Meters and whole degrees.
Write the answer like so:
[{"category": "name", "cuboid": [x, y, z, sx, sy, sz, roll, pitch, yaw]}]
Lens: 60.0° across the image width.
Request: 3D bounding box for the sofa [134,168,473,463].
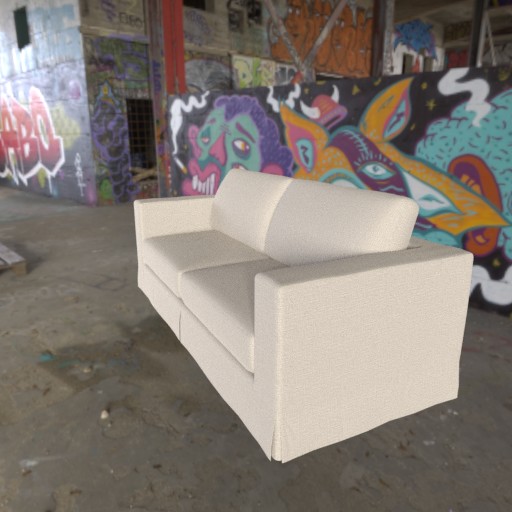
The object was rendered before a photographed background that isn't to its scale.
[{"category": "sofa", "cuboid": [0.000, 0.000, 2.577, 0.954, 0.881, 2.163, -8, 17, -26]}]
